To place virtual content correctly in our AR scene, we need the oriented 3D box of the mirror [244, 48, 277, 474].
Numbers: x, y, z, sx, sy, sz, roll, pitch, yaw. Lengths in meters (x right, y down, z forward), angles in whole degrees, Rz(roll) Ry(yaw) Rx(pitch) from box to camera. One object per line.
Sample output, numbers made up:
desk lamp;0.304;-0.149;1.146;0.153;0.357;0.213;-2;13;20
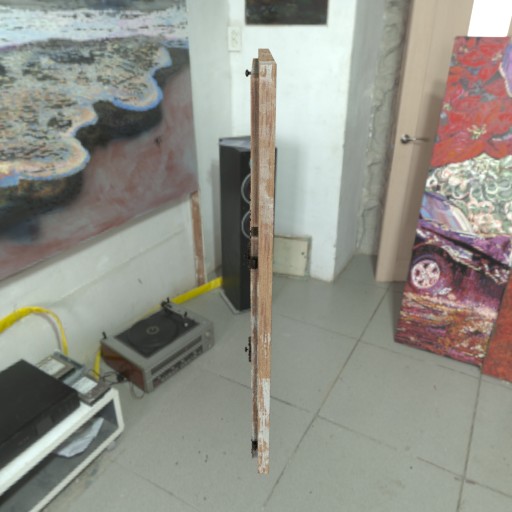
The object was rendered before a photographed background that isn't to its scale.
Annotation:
mirror;0.000;0.000;1.463;0.083;1.213;0.707;0;27;0
